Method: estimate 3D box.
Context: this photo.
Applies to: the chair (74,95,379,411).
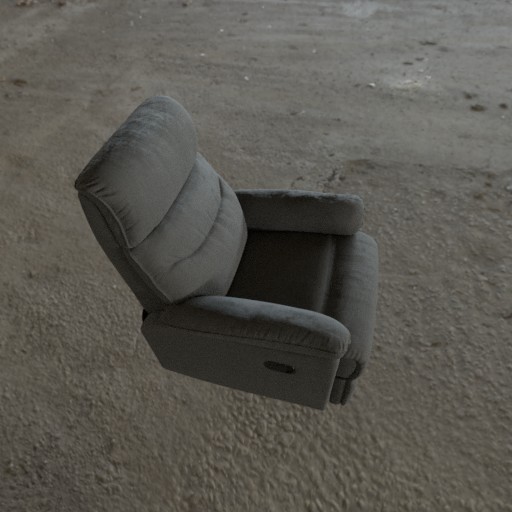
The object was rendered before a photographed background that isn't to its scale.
[{"bbox_3d":[0.000,0.000,1.769,1.004,1.037,0.820,10,47,9],"label":"chair"}]
